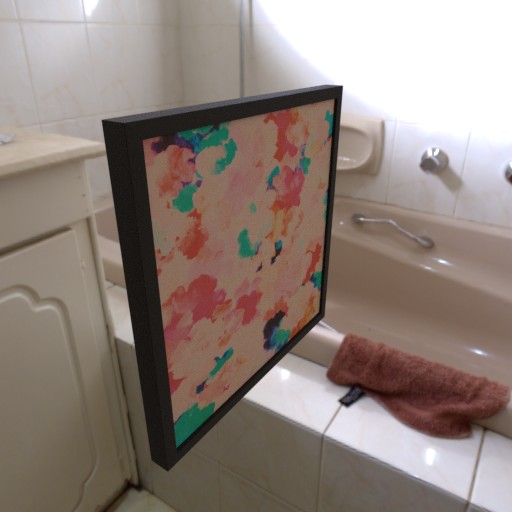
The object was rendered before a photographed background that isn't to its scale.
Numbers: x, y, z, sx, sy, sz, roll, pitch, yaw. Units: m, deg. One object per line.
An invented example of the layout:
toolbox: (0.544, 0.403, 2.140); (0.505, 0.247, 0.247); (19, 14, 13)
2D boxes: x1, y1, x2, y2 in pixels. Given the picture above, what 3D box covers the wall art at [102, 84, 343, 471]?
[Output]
wall art: (0.000, 0.000, 0.745); (0.036, 0.503, 0.506); (17, 31, 31)
